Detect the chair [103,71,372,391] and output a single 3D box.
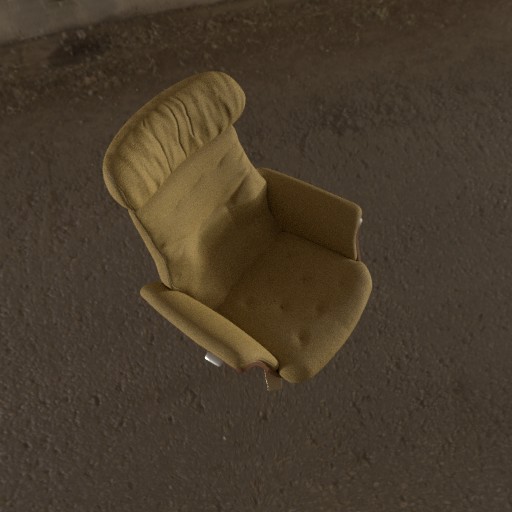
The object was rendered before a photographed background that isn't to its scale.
[{"bbox_3d":[0.000,0.000,1.602,0.837,0.995,0.785,33,65,18],"label":"chair"}]
